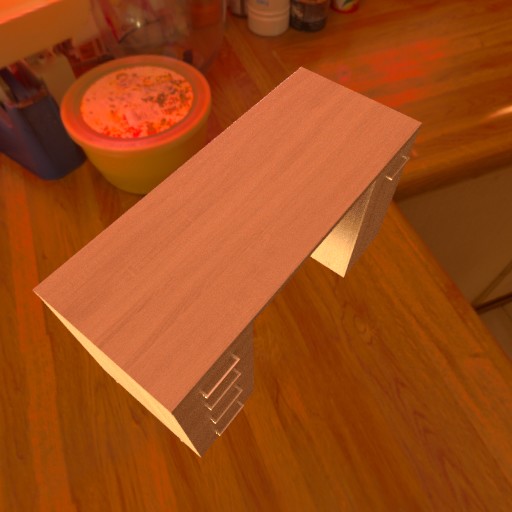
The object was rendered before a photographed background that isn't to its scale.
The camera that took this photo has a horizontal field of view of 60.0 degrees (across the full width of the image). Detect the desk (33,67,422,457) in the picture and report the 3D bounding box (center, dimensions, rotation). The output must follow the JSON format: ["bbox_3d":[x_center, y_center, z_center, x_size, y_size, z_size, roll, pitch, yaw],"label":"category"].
[{"bbox_3d":[0.000,0.000,1.823,0.600,0.740,1.390,34,63,20],"label":"desk"}]
